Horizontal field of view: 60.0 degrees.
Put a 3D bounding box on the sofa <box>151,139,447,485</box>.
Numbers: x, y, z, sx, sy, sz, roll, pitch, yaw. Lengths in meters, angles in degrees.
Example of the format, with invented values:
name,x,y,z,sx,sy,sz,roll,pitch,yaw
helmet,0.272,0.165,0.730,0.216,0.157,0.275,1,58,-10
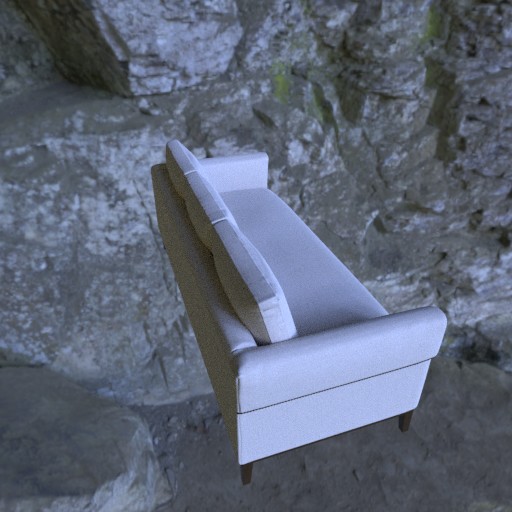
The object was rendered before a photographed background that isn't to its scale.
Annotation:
name,x,y,z,sx,sy,sz,roll,pitch,yaw
sofa,0.000,0.000,2.636,0.902,0.911,2.198,-10,33,-16
